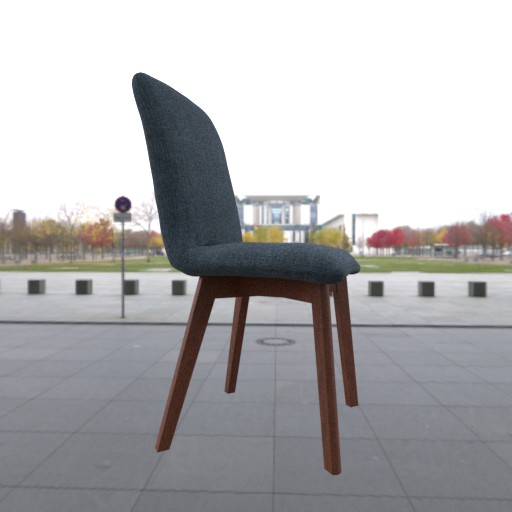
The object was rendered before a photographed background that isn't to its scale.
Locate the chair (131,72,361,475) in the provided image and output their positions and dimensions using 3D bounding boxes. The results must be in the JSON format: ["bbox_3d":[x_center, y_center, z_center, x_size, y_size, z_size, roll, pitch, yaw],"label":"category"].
[{"bbox_3d":[0.000,0.000,1.290,0.563,0.974,0.522,0,1,18],"label":"chair"}]
